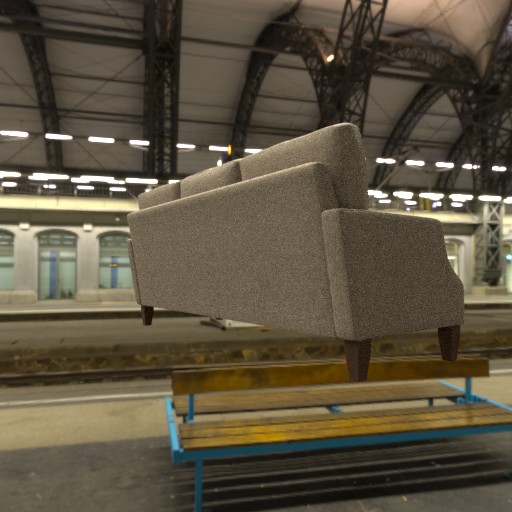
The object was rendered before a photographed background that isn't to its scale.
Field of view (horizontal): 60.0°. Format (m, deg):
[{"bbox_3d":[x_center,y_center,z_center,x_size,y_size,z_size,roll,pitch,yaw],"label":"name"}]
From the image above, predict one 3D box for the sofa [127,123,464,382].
[{"bbox_3d":[0.000,0.000,2.631,0.888,0.984,2.115,1,-2,-36],"label":"sofa"}]
